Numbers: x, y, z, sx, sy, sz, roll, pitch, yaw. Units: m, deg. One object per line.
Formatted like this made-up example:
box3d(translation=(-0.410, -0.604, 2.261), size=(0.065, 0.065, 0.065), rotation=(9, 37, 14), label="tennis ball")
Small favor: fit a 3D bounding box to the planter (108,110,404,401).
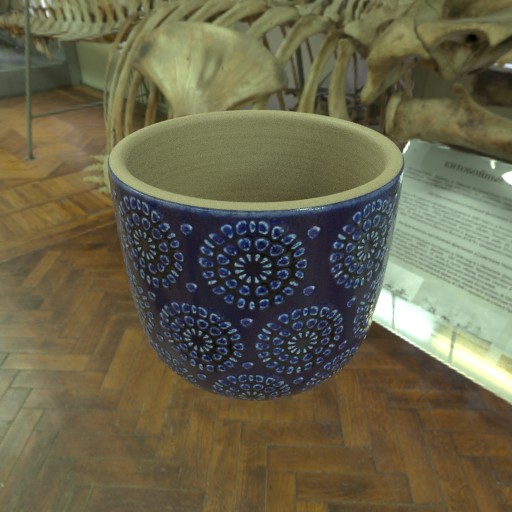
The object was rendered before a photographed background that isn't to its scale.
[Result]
box3d(translation=(0.000, 0.000, 0.292), size=(0.165, 0.149, 0.165), rotation=(0, 32, 0), label="planter")
